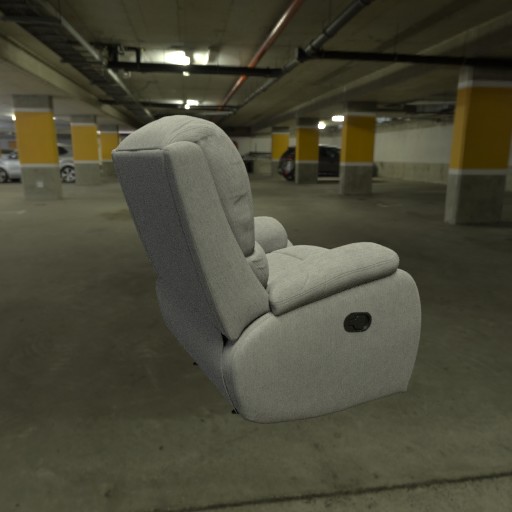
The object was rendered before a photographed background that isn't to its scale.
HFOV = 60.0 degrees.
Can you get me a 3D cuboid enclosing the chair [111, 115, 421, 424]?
[{"bbox_3d":[0.000,0.000,1.716,0.899,1.011,0.930,-6,14,-26],"label":"chair"}]
